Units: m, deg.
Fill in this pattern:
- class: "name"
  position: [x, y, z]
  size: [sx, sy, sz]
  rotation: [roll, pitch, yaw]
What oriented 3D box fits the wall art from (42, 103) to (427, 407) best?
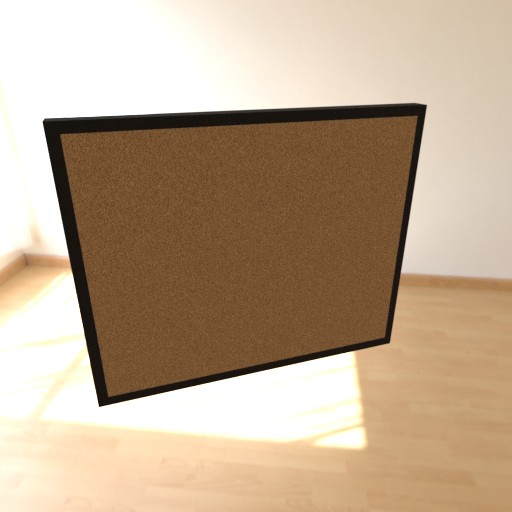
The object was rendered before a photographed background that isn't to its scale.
- class: "wall art"
  position: [0.000, 0.000, 0.724]
  size: [0.554, 0.454, 0.030]
  rotation: [-8, 26, -17]
